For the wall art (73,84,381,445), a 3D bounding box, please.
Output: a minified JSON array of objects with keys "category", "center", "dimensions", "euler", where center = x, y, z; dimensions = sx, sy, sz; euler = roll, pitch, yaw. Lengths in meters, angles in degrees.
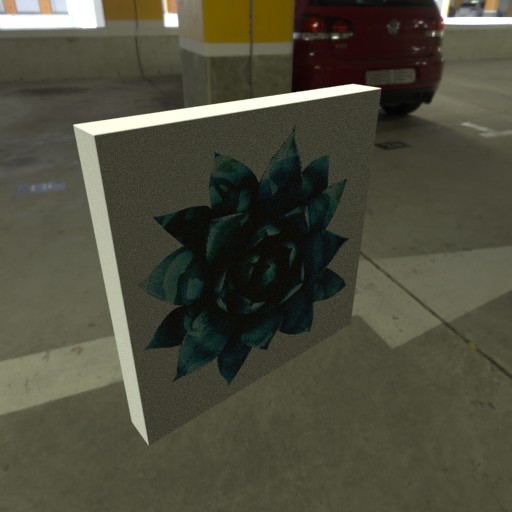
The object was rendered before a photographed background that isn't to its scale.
[{"category":"wall art","center":[0.000,0.000,0.460],"dimensions":[0.305,0.305,0.038],"euler":[-22,36,-34]}]
